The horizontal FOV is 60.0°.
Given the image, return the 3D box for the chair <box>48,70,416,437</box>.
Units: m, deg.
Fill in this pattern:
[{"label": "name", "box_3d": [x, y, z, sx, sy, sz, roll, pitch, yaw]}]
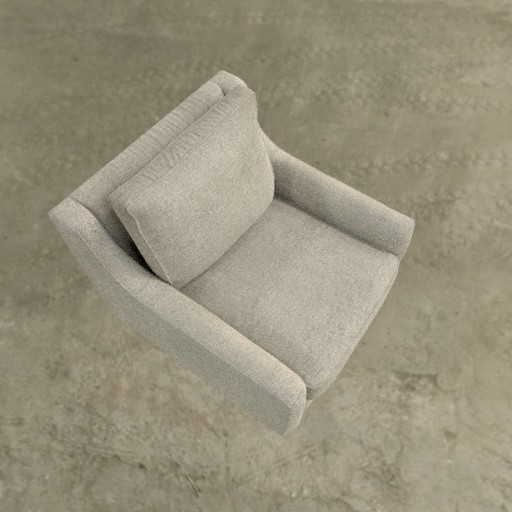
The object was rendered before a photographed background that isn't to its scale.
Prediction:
[{"label": "chair", "box_3d": [0.000, 0.000, 1.604, 0.918, 0.864, 0.838, 32, 63, 18]}]
